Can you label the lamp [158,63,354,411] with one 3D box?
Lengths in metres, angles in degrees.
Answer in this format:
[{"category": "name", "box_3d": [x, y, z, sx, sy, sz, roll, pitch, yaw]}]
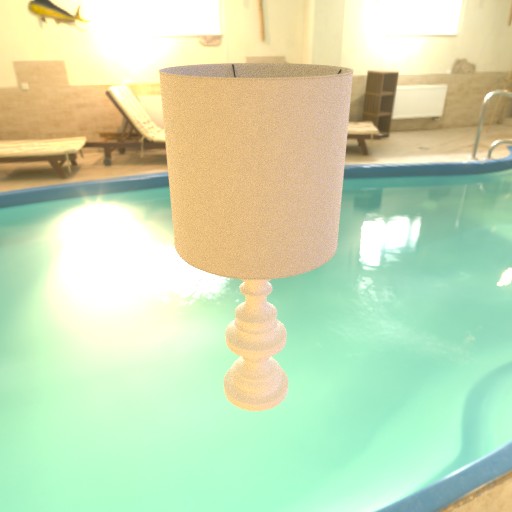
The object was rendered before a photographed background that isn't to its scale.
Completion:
[{"category": "lamp", "box_3d": [0.000, 0.000, 0.585, 0.208, 0.455, 0.208, -19, 33, -33]}]
